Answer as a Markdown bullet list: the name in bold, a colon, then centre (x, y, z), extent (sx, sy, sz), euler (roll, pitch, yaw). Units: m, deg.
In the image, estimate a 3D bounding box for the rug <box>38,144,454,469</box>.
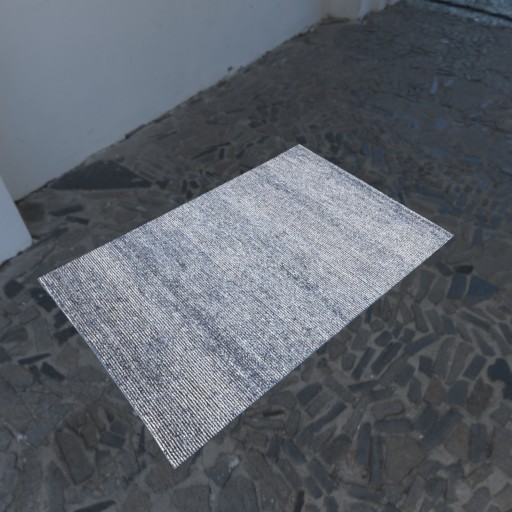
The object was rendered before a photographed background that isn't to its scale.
- **rug**: centre (0.000, 0.000, 2.181), extent (1.740, 0.010, 1.135), euler (-32, 54, -27)
